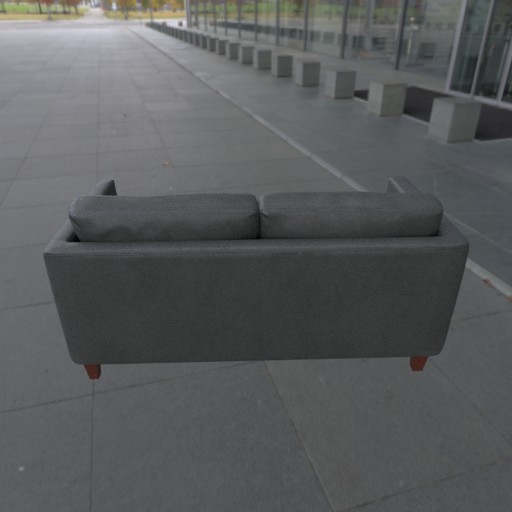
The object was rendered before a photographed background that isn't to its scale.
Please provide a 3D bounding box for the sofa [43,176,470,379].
[{"bbox_3d":[0.000,0.000,2.451,1.883,0.933,0.951,-1,29,-2],"label":"sofa"}]
